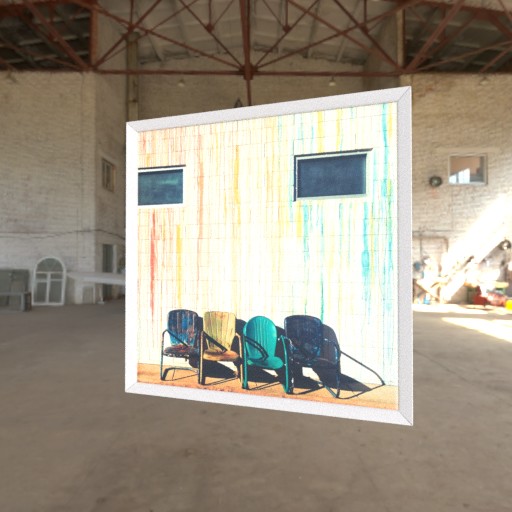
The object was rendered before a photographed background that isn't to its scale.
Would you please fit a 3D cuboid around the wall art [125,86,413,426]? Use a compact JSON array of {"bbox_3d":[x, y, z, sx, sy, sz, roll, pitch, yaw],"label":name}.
[{"bbox_3d":[0.000,0.000,0.765,0.508,0.508,0.037,0,-1,20],"label":"wall art"}]
